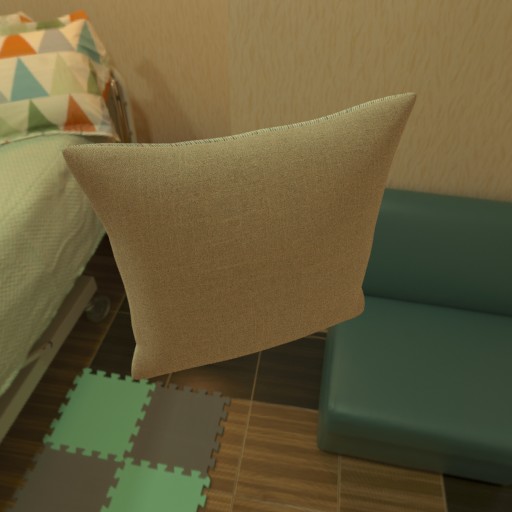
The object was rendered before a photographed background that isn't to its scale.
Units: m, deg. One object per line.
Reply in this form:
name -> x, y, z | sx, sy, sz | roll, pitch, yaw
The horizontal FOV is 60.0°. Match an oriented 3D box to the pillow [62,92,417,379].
pillow -> 0.000, 0.000, 0.766 | 0.512, 0.506, 0.178 | -13, 44, -14
